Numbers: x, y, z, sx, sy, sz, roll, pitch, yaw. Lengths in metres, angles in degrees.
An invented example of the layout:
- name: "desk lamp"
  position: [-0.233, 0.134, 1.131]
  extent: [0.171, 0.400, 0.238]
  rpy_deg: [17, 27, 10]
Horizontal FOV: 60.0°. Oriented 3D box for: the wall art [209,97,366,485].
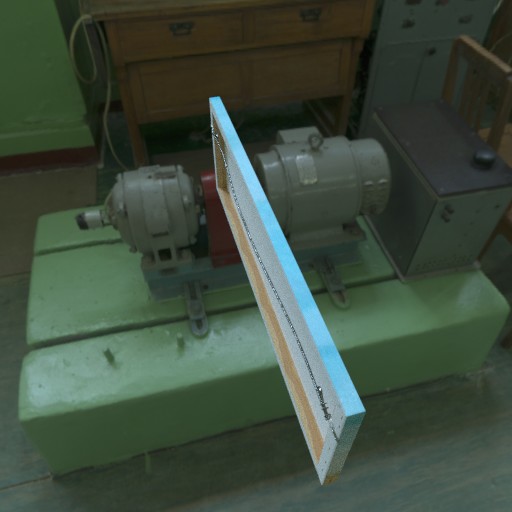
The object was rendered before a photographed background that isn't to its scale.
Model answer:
- name: "wall art"
  position: [0.000, 0.000, 0.832]
  extent: [0.044, 0.254, 0.759]
  rpy_deg: [-12, 48, -11]
